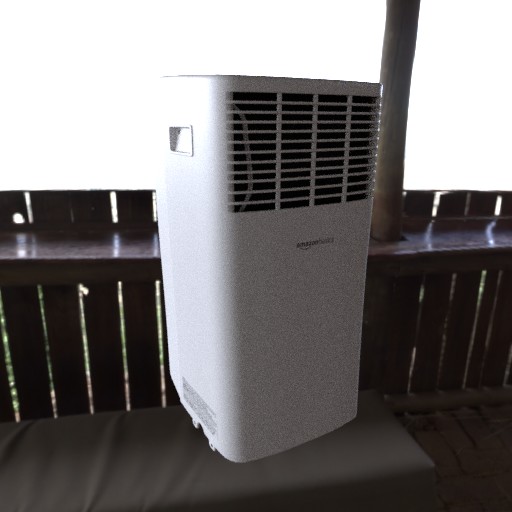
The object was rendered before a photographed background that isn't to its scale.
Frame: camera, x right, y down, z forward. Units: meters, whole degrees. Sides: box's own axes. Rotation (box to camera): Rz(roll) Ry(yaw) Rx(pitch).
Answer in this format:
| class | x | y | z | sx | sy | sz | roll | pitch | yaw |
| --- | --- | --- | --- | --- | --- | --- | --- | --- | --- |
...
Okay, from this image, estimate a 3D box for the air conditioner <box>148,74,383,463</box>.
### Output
| class | x | y | z | sx | sy | sz | roll | pitch | yaw |
| --- | --- | --- | --- | --- | --- | --- | --- | --- | --- |
| air conditioner | 0.000 | 0.000 | 0.809 | 0.304 | 0.606 | 0.349 | -9 | 19 | -28 |
